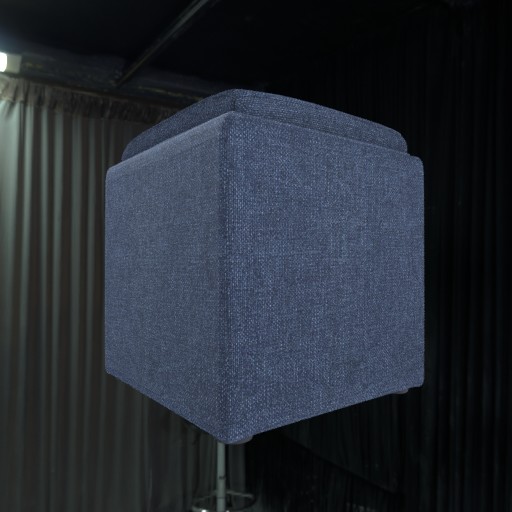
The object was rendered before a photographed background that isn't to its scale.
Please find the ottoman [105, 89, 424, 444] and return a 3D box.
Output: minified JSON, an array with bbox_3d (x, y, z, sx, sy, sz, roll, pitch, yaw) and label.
[{"bbox_3d":[0.000,0.000,0.854,0.436,0.493,0.454,0,0,-37],"label":"ottoman"}]
